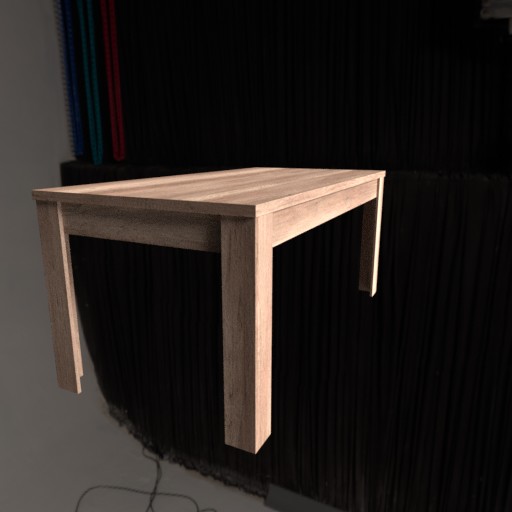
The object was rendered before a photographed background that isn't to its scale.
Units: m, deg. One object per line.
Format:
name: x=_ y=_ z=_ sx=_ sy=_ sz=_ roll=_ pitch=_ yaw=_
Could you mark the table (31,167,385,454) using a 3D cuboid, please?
table: x=0.000 y=0.000 z=2.269 sx=0.900 sy=0.790 sz=1.800 roll=7 pitch=16 yaw=26
